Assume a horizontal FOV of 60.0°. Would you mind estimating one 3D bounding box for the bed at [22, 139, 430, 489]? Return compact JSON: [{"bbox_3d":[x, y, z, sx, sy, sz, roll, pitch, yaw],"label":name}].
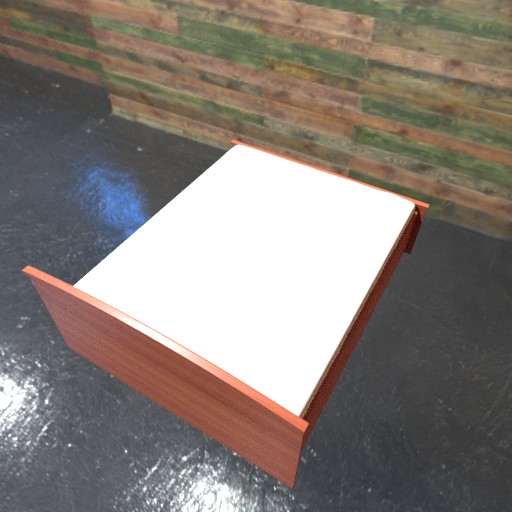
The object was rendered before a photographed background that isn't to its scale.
[{"bbox_3d":[0.000,0.000,2.931,1.683,0.848,2.053,23,51,21],"label":"bed"}]
